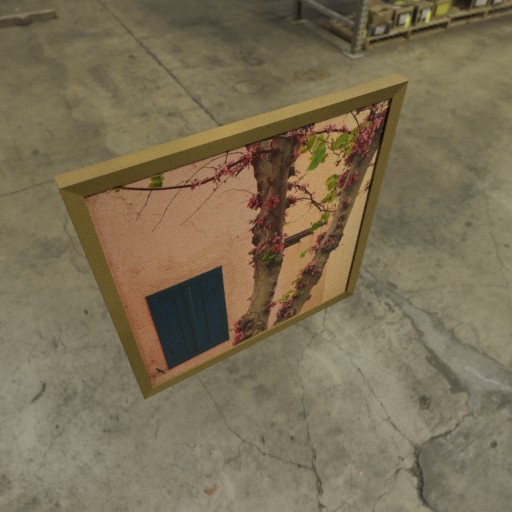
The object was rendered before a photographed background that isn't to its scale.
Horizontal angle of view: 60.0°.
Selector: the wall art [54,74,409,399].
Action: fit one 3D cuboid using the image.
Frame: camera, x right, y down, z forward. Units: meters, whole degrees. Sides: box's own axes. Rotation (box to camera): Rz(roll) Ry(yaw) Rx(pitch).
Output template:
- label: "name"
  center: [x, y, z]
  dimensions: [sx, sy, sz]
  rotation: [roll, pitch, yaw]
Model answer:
- label: "wall art"
  center: [0.000, 0.000, 1.140]
  dimensions: [0.762, 0.762, 0.038]
  rotation: [-23, 51, -20]
